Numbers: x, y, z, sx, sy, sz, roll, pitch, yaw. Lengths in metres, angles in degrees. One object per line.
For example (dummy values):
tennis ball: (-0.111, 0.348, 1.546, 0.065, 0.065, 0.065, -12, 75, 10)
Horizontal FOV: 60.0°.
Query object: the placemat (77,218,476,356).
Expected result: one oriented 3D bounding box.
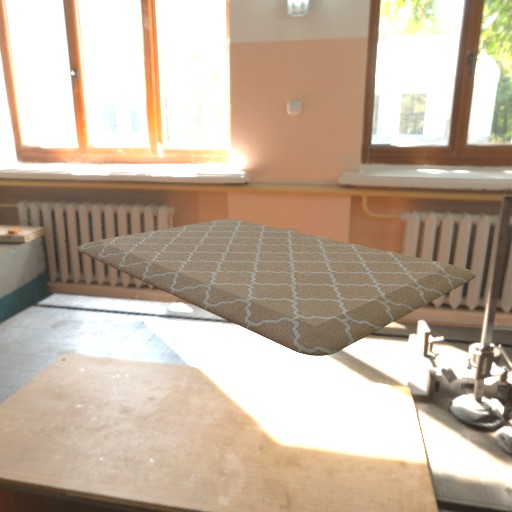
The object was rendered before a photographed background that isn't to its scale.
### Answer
placemat: (0.000, 0.000, 0.970, 0.508, 0.021, 0.762, -14, 21, -41)
